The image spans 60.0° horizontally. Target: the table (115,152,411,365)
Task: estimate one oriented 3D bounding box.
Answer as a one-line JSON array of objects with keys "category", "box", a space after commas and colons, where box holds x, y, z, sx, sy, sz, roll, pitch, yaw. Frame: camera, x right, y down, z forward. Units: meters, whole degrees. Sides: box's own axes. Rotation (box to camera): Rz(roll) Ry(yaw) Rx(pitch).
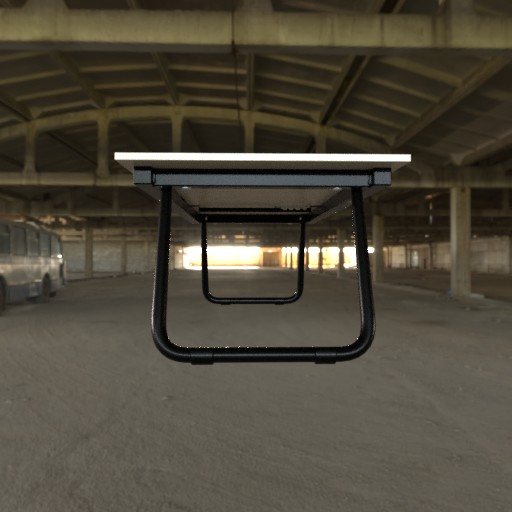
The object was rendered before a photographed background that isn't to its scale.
[{"category": "table", "box": [0.000, 0.000, 0.800, 0.322, 0.242, 0.644, 0, 0, -2]}]
